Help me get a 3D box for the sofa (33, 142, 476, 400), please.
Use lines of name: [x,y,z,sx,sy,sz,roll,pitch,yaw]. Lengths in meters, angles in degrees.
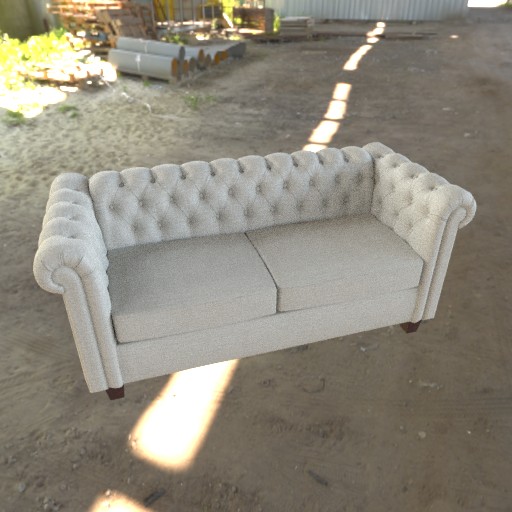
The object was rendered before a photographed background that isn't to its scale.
sofa: [0.000,0.000,2.170,1.798,0.797,0.783,-9,33,-15]
